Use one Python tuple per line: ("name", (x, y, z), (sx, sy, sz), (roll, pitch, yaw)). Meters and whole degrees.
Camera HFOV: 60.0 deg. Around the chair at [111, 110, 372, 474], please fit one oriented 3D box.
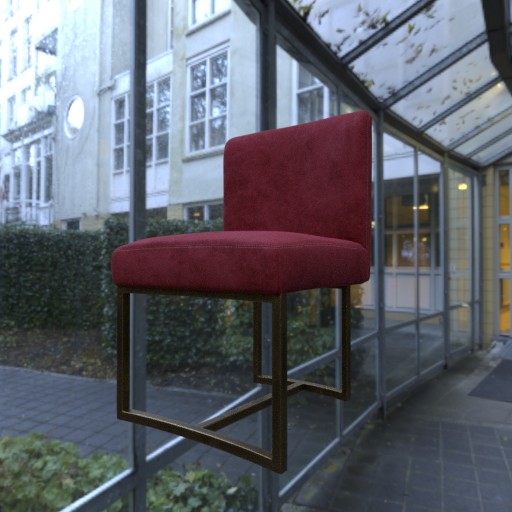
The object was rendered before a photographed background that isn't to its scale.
("chair", (0.000, 0.000, 1.185), (0.530, 0.824, 0.560), (0, -1, 36))
